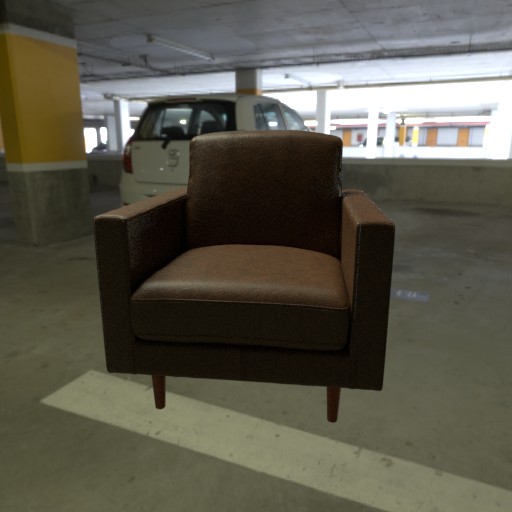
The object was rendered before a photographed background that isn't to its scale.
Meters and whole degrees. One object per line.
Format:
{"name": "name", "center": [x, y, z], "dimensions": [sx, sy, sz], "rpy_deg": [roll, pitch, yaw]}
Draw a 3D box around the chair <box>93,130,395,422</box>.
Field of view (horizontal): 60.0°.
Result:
{"name": "chair", "center": [0.000, 0.000, 1.722], "dimensions": [0.890, 0.956, 0.909], "rpy_deg": [2, 15, 7]}
